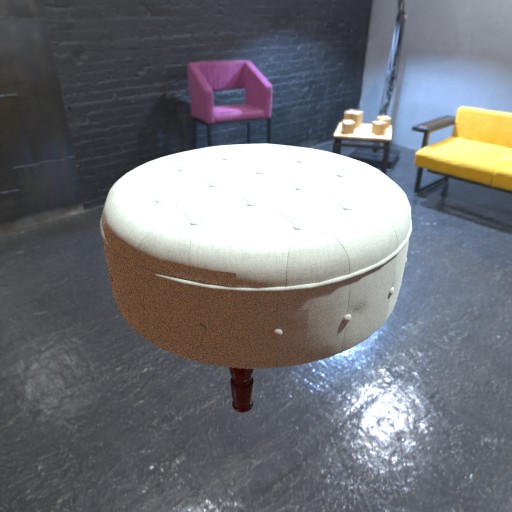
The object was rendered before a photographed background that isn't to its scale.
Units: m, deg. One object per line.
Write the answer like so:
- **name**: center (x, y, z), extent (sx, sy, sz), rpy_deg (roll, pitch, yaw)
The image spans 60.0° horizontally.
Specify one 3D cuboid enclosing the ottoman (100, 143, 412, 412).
- **ottoman**: center (0.000, 0.000, 1.342), extent (0.850, 0.483, 0.850), rpy_deg (0, 30, 0)
